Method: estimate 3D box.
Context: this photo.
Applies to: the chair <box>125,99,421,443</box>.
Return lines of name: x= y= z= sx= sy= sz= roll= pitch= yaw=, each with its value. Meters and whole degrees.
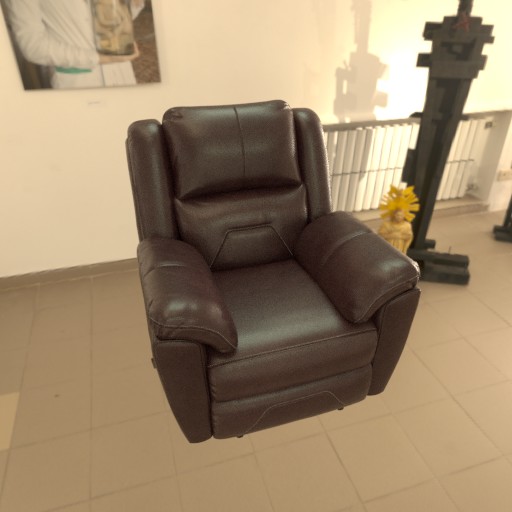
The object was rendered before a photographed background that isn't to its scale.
chair: x=0.000 y=0.000 z=1.888 sx=0.990 sy=1.093 sz=1.041 roll=-9 pitch=32 yaw=-15
